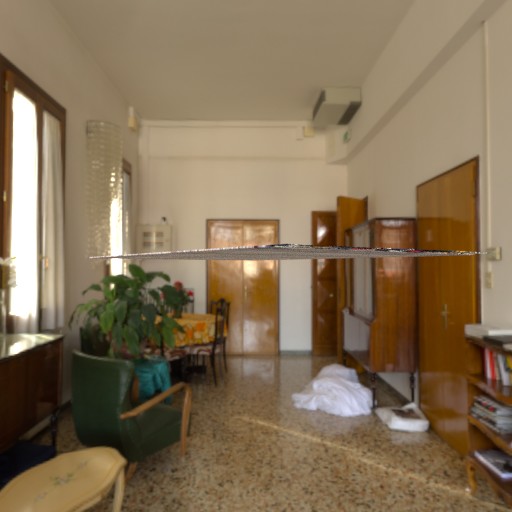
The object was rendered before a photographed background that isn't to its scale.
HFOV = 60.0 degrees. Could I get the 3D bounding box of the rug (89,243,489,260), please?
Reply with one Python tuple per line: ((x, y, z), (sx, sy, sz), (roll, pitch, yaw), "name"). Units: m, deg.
((0.000, 0.000, 2.283), (1.217, 0.012, 1.848), (1, -2, -36), "rug")
